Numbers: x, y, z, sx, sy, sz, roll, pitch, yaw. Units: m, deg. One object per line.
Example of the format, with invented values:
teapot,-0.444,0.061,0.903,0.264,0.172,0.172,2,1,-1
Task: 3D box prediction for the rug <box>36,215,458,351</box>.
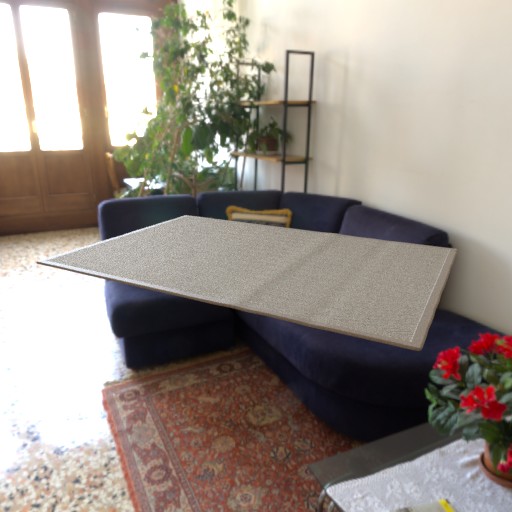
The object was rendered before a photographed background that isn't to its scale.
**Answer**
rug,0.000,0.000,2.887,2.290,0.021,1.540,9,20,27
